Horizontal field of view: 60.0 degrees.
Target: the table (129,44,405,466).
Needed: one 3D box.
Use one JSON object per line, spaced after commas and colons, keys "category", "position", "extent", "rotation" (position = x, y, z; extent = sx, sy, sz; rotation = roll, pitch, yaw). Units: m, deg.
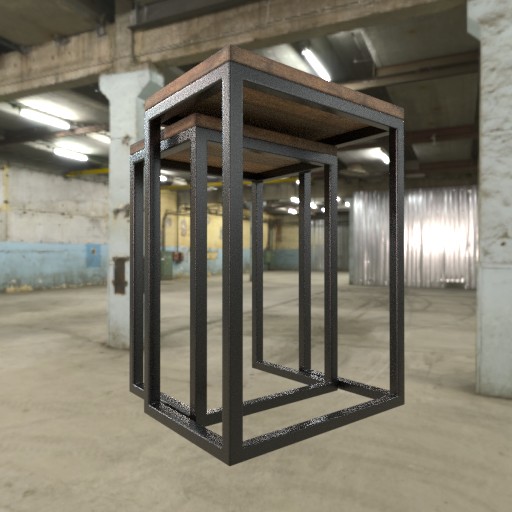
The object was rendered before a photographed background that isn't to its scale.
{"category": "table", "position": [0.000, 0.000, 0.957], "extent": [0.456, 0.615, 0.460], "rotation": [0, -1, -36]}
